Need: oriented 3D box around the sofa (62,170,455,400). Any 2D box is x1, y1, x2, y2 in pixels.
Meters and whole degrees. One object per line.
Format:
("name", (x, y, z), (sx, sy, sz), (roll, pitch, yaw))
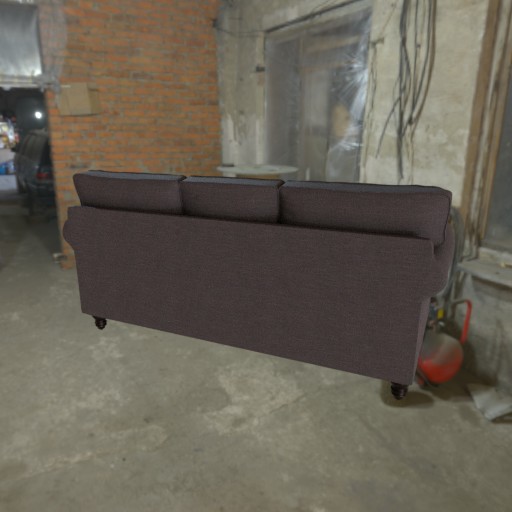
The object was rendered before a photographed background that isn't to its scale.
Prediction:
("sofa", (0.000, 0.000, 2.576), (2.084, 0.966, 0.909), (7, 17, 24))
